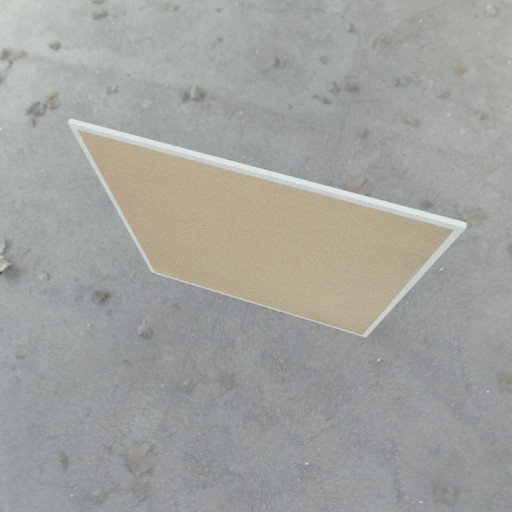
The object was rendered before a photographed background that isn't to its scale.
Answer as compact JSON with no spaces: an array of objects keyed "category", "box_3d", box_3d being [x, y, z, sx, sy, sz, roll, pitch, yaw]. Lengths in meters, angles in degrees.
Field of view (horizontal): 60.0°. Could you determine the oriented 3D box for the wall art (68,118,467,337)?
[{"category":"wall art","box_3d":[0.000,0.000,1.231,0.809,0.809,0.012,16,67,7]}]
